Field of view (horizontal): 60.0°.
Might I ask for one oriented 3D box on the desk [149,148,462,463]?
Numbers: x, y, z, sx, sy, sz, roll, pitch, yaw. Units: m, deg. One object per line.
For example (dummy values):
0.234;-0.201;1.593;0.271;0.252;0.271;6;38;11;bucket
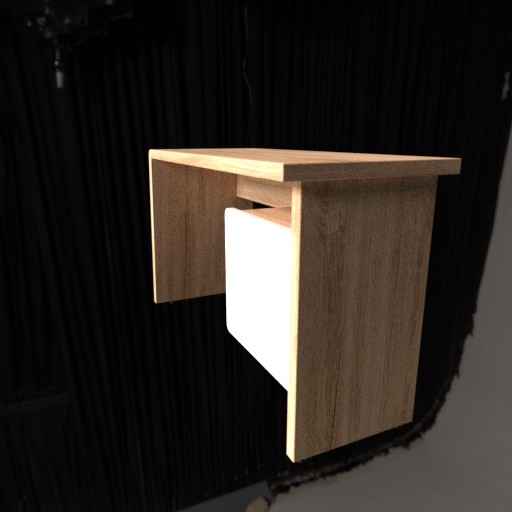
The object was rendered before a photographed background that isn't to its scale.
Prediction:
0.000;0.000;1.645;0.500;0.750;1.300;-7;16;-24;desk
